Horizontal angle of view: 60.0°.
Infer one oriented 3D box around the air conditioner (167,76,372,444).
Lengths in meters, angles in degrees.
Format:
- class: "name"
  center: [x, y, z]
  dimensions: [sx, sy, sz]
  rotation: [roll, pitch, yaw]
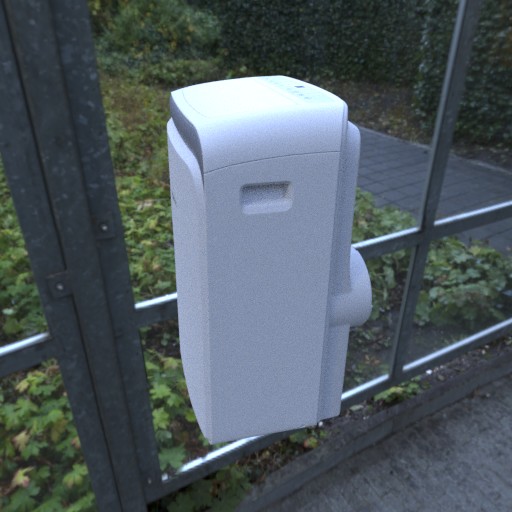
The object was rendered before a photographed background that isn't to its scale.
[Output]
- class: "air conditioner"
  center: [0.000, 0.000, 0.979]
  dimensions: [0.365, 0.700, 0.454]
  rotation: [-8, 30, -14]
